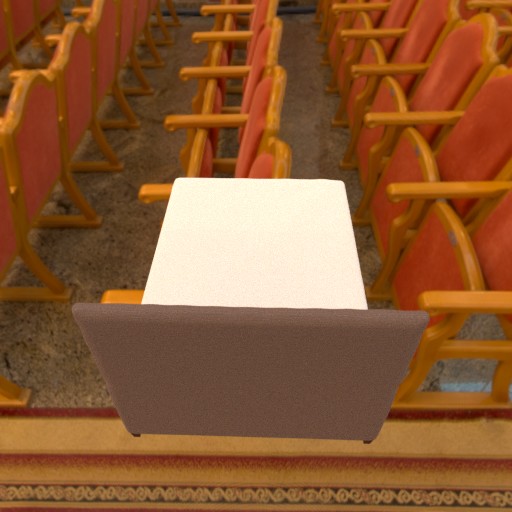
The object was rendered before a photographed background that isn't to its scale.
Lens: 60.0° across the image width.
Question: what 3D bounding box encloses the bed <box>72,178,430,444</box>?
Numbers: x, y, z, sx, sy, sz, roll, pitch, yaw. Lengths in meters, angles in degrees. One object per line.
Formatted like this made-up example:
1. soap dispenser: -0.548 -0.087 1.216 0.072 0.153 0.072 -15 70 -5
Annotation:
1. bed: 0.000 0.000 3.325 1.696 1.426 2.233 1 45 1
